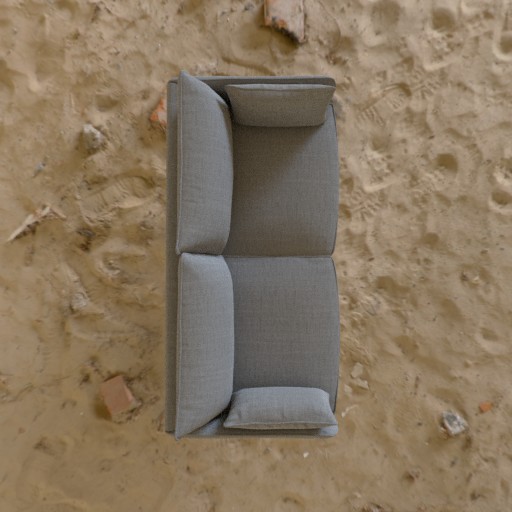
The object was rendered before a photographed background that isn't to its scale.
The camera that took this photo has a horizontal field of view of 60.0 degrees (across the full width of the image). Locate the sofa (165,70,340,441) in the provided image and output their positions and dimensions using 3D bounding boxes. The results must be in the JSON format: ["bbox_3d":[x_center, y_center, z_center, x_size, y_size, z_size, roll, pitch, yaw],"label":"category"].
[{"bbox_3d":[0.000,0.000,2.537,0.972,0.851,1.989,0,88,2],"label":"sofa"}]
